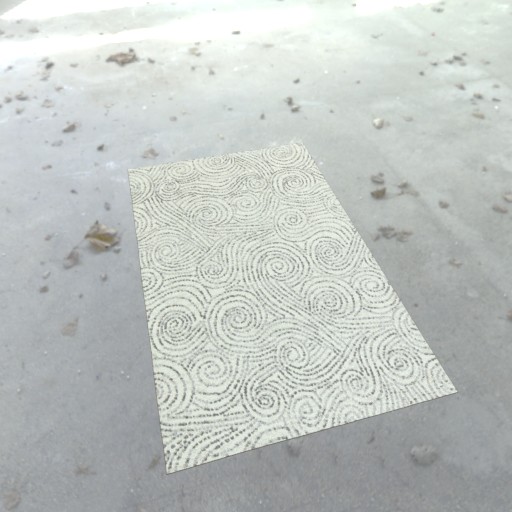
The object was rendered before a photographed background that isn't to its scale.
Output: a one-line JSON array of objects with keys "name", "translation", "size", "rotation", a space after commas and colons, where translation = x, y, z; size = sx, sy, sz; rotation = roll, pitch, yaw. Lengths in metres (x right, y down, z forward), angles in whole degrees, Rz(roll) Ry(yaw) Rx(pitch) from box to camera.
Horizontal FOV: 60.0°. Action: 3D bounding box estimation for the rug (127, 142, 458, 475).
[{"name": "rug", "translation": [0.000, 0.000, 2.978], "size": [1.524, 0.005, 2.439], "rotation": [-11, 48, -10]}]
